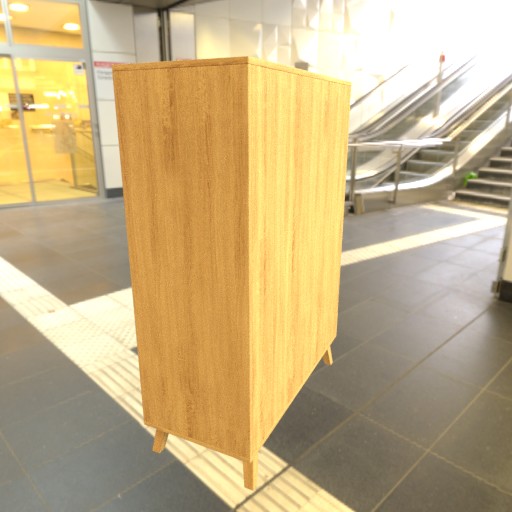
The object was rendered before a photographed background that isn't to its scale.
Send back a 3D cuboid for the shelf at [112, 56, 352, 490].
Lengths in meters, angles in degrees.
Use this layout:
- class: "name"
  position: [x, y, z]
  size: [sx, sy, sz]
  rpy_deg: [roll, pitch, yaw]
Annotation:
- class: "shelf"
  position: [0.000, 0.000, 1.834]
  size: [0.450, 1.390, 1.000]
  rpy_deg: [8, 19, 25]
